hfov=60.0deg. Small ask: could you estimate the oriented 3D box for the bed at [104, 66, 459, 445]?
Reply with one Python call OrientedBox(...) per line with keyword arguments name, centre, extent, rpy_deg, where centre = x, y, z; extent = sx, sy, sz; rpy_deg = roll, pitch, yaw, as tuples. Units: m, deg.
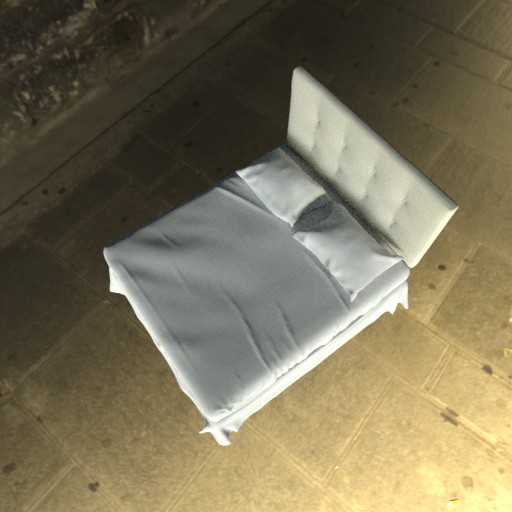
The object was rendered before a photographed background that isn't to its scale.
OrientedBox(name="bed", centre=(0.000, 0.000, 3.538), extent=(2.222, 1.577, 1.936), rpy_deg=(-33, 67, -16))
